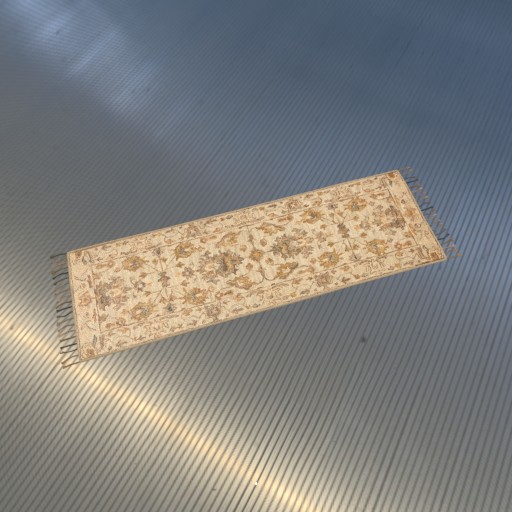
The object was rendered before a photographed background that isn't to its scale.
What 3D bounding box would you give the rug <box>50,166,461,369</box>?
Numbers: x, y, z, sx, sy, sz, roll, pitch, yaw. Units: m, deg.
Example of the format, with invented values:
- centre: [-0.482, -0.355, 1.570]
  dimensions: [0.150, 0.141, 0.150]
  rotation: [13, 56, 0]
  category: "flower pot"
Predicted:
- centre: [0.000, 0.000, 2.731]
  dimensions: [2.438, 0.021, 0.729]
  rotation: [-15, 64, -7]
  category: "rug"
